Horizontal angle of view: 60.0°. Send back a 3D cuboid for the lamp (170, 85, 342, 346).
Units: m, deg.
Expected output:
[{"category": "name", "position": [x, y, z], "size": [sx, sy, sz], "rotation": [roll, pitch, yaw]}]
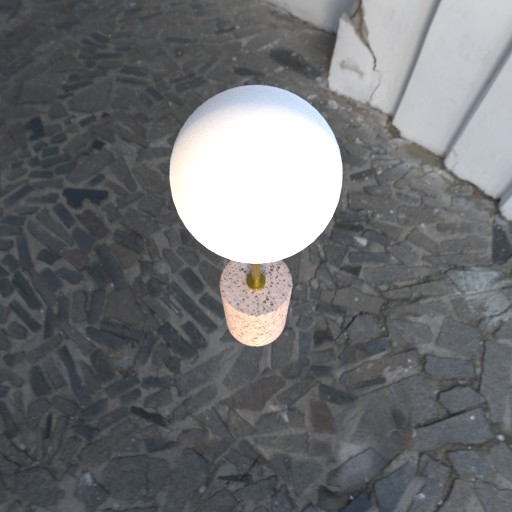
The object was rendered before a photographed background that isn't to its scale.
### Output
[{"category": "lamp", "position": [0.000, 0.000, 0.546], "size": [0.153, 0.480, 0.153], "rotation": [0, 64, 0]}]
